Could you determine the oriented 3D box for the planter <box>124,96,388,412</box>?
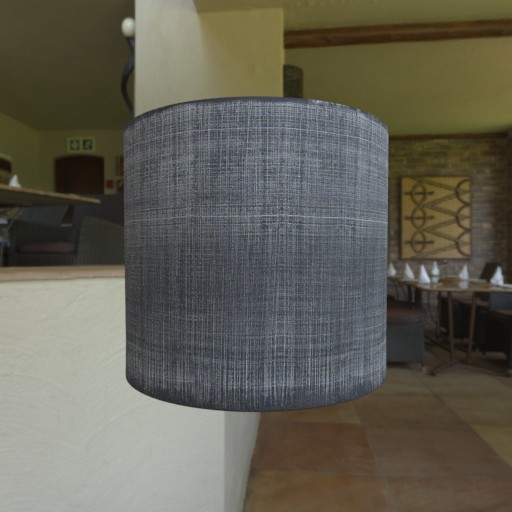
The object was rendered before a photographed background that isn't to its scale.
[{"bbox_3d":[0.000,0.000,0.387,0.221,0.201,0.221,0,0,0],"label":"planter"}]
